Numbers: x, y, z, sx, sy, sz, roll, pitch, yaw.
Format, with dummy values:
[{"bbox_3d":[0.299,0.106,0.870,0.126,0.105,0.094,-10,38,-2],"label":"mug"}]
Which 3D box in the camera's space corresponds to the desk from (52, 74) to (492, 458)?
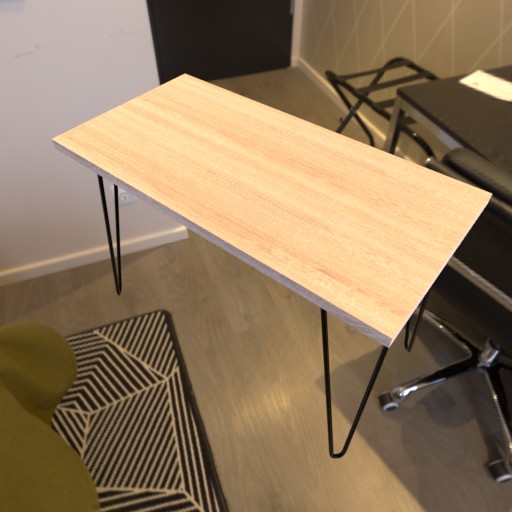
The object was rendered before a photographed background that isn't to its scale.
[{"bbox_3d":[0.000,0.000,1.336,0.991,0.660,0.499,30,54,25],"label":"desk"}]
